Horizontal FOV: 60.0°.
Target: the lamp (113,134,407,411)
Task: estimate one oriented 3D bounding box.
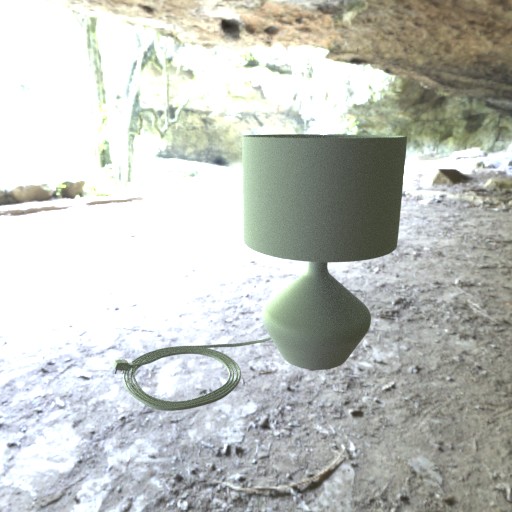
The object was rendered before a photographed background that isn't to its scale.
[{"bbox_3d":[0.000,0.000,0.876,0.546,0.457,0.401,3,17,8],"label":"lamp"}]
